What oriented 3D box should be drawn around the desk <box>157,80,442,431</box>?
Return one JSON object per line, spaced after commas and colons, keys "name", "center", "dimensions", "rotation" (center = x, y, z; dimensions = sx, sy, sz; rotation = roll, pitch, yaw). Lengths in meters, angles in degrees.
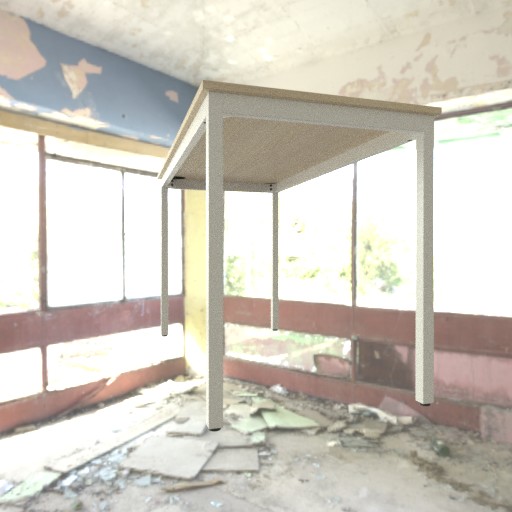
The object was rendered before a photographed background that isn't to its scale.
{"name": "desk", "center": [0.000, 0.000, 1.590], "dimensions": [0.600, 0.750, 1.200], "rotation": [0, 0, -17]}
